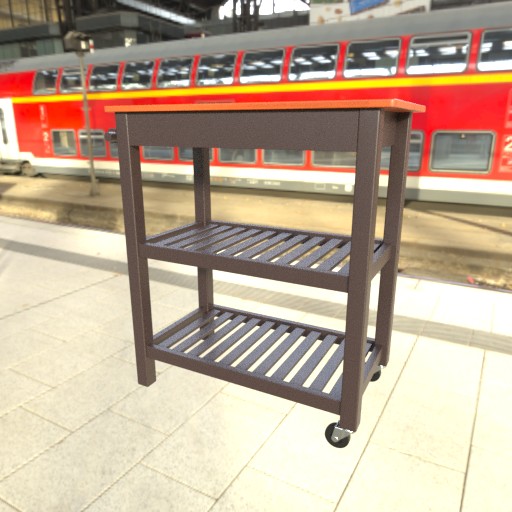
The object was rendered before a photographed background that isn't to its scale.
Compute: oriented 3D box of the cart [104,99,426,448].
[{"bbox_3d":[0.000,0.000,1.450,0.899,0.927,0.457,8,19,26],"label":"cart"}]
